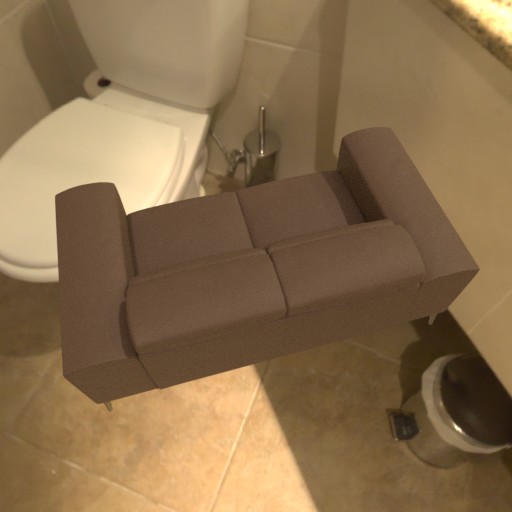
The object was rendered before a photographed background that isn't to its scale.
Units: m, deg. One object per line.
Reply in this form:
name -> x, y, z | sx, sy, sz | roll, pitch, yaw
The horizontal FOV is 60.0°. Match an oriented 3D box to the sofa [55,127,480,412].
sofa -> 0.000, 0.000, 2.342 | 1.895, 0.779, 1.003 | -13, 59, -8
